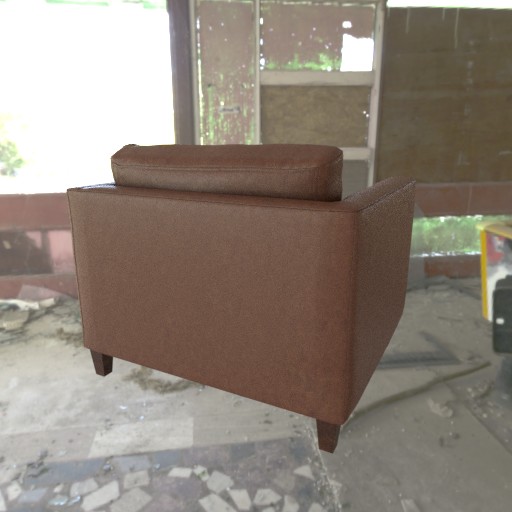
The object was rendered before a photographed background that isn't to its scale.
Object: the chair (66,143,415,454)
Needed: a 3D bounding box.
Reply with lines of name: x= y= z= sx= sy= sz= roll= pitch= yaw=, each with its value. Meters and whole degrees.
chair: x=0.000 y=0.000 z=1.829 sx=1.107 sy=0.917 sz=0.959 roll=8 pitch=18 yaw=27
